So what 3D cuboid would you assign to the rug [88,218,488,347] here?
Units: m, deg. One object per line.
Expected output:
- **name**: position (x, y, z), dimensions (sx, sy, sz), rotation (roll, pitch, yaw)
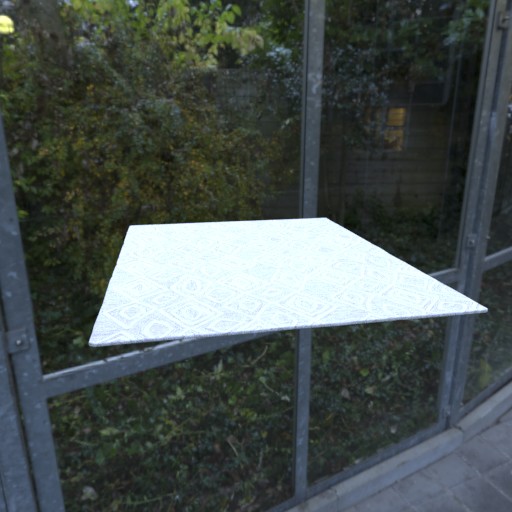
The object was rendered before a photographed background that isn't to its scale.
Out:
- **rug**: position (0.000, 0.000, 4.031), dimensions (2.449, 0.025, 3.049), rotation (-3, 17, -11)
